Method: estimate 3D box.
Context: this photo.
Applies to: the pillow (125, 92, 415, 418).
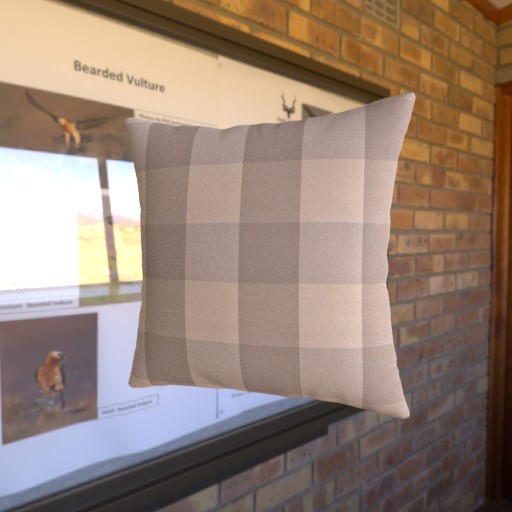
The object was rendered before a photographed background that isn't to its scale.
[{"bbox_3d":[0.000,0.000,0.765,0.511,0.509,0.161,1,3,17],"label":"pillow"}]
